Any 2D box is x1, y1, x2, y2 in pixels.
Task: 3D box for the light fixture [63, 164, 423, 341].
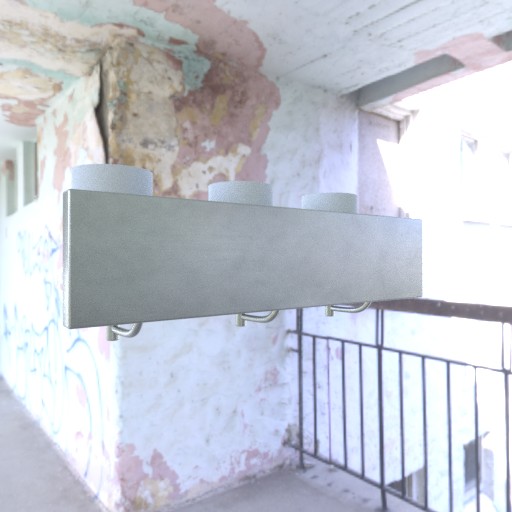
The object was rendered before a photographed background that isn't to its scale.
[{"bbox_3d":[0.000,0.000,0.521,0.451,0.172,0.145,0,0,-36],"label":"light fixture"}]
